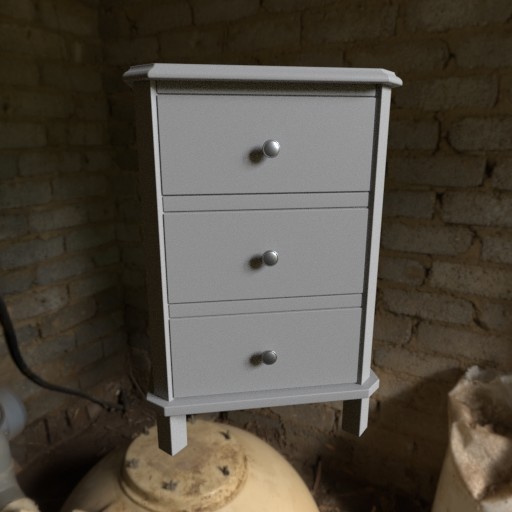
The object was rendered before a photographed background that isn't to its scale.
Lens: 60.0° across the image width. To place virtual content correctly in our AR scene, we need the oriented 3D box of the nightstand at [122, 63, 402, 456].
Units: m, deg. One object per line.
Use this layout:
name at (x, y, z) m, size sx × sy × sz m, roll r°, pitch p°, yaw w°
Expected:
nightstand at (0.000, 0.000, 0.913) m, size 0.450 × 0.680 × 0.350 m, roll -2°, pitch 15°, yaw -8°
